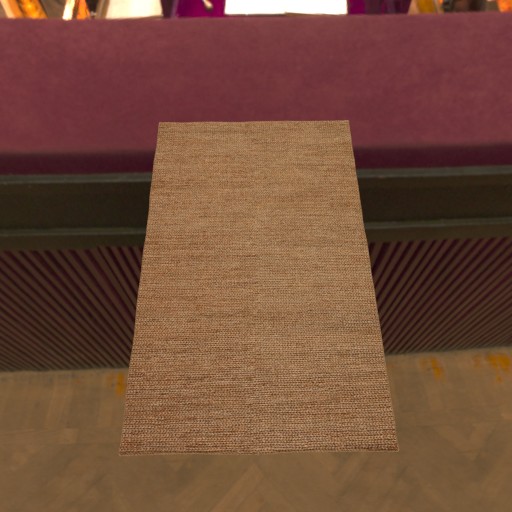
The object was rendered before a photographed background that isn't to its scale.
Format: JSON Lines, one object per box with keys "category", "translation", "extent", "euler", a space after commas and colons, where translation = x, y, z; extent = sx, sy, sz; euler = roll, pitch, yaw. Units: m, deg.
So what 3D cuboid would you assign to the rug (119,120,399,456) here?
{"category": "rug", "translation": [0.000, 0.000, 2.974], "extent": [1.521, 0.034, 2.438], "euler": [-1, 62, 0]}
